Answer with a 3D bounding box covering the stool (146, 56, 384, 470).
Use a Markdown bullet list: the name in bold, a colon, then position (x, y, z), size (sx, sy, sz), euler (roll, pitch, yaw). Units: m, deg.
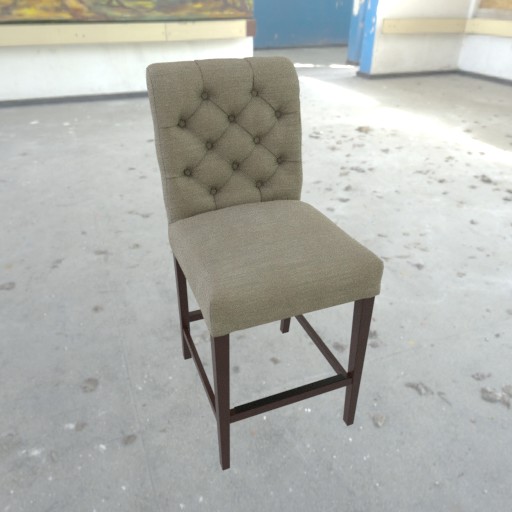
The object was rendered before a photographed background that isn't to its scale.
- **stool**: position (0.000, 0.000, 1.400), size (0.486, 1.084, 0.660), euler (-11, 33, -18)
